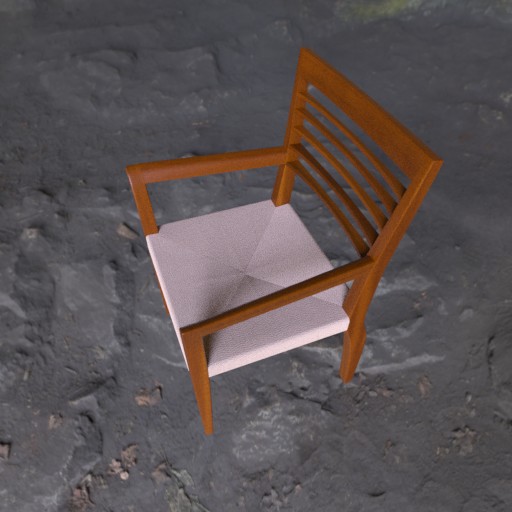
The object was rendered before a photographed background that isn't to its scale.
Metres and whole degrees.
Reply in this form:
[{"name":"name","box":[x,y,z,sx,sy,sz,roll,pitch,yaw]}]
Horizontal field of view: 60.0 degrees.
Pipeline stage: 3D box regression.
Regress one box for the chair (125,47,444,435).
[{"name":"chair","box":[0.000,0.000,1.227,0.540,0.855,0.587,-16,49,-15]}]
